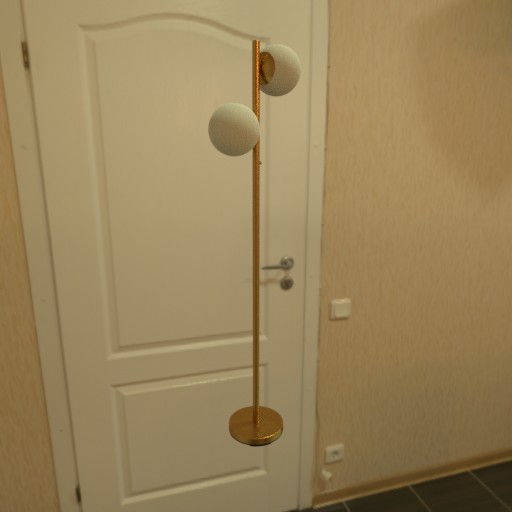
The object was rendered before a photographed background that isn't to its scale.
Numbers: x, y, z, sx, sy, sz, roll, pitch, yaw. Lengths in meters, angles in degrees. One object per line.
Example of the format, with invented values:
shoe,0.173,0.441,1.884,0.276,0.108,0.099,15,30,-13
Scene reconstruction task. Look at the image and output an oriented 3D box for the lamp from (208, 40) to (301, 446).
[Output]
lamp,0.000,0.000,1.833,0.249,1.641,0.419,14,20,43
